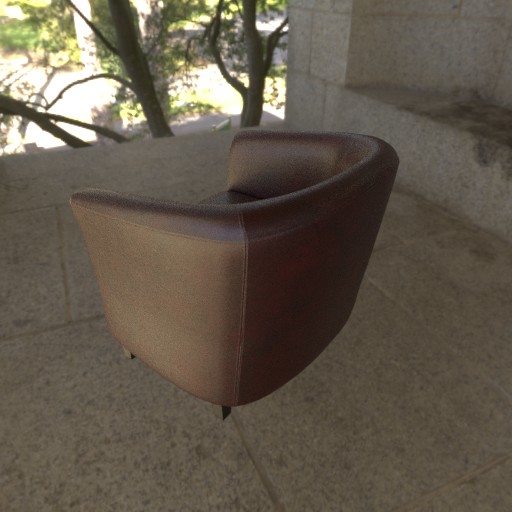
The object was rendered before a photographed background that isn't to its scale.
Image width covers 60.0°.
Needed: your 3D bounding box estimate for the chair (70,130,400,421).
[{"bbox_3d":[0.000,0.000,1.416,0.727,0.756,0.792,22,38,31],"label":"chair"}]
